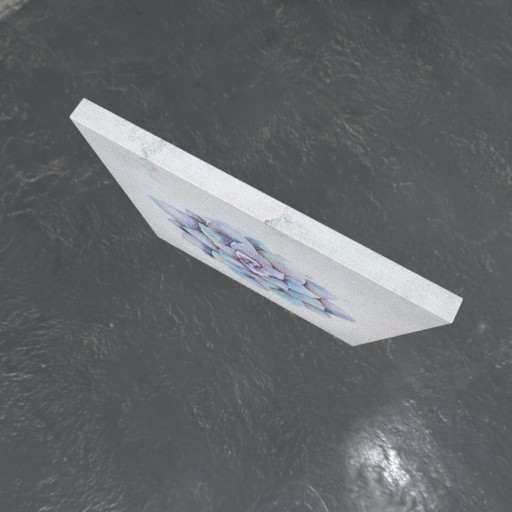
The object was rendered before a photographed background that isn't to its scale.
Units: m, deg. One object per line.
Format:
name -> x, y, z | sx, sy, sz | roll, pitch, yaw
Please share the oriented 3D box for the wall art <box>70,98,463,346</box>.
wall art -> 0.000, 0.000, 0.916 | 0.612, 0.612, 0.040 | 29, 78, 7
